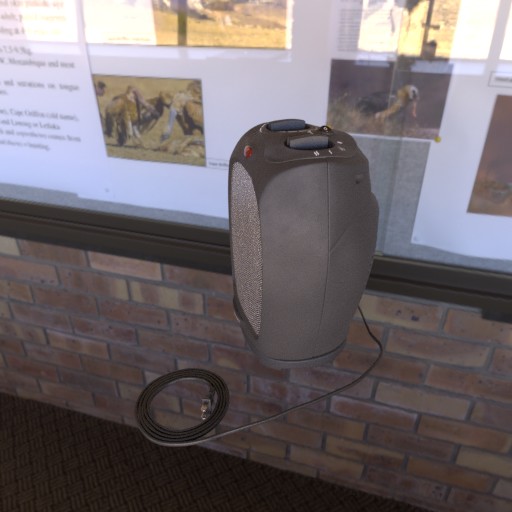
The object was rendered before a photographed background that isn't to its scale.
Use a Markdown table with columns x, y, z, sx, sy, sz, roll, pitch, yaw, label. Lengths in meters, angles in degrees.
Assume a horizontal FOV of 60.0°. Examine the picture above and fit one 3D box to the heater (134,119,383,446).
| x | y | z | sx | sy | sz | roll | pitch | yaw | label |
| --- | --- | --- | --- | --- | --- | --- | --- | --- | --- |
| 0.000 | 0.000 | 0.474 | 0.291 | 0.255 | 0.239 | -8 | 32 | -13 | heater |
